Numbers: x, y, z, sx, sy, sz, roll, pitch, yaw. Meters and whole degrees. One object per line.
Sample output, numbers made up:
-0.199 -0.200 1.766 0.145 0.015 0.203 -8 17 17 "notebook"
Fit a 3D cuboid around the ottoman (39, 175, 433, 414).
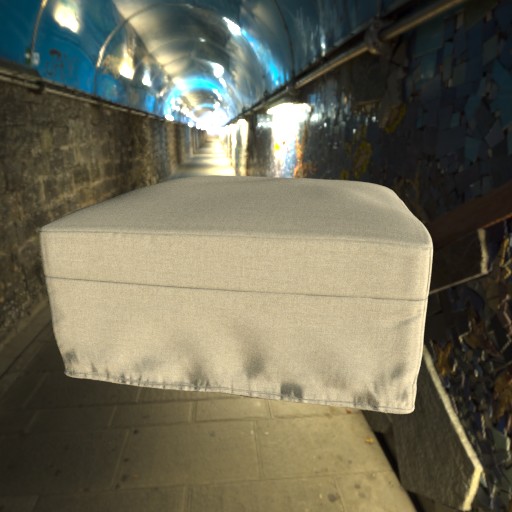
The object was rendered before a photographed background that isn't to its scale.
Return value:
0.000 0.000 1.313 0.840 0.436 0.843 3 16 10 "ottoman"
